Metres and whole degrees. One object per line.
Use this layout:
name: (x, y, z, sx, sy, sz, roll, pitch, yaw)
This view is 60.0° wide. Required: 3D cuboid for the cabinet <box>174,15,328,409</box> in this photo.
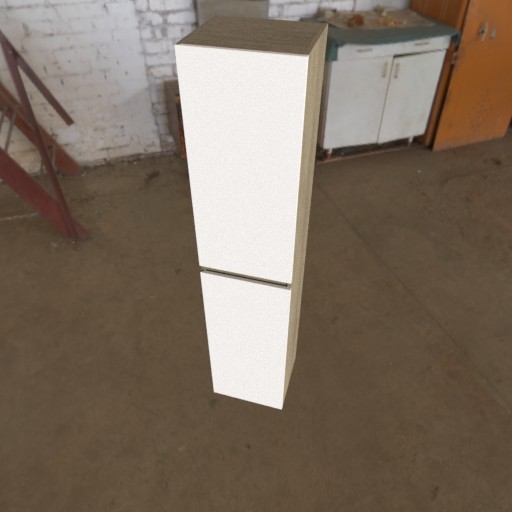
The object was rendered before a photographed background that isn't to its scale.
cabinet: (0.000, 0.000, 1.508, 0.300, 1.400, 0.270, 11, 42, 12)
